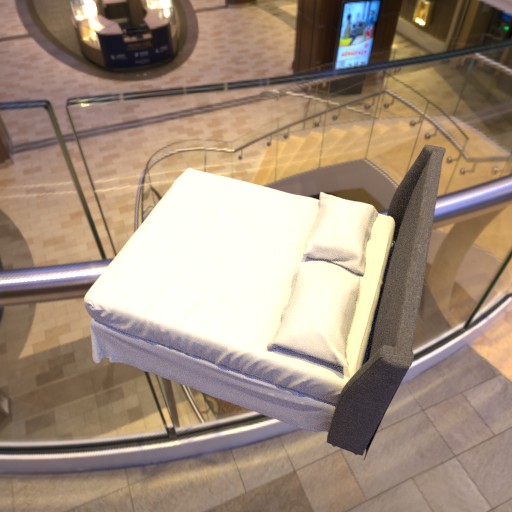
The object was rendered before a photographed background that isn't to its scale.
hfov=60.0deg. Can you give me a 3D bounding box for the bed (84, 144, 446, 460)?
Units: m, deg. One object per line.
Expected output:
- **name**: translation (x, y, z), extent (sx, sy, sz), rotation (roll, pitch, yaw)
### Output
- **bed**: translation (0.000, 0.000, 3.382), extent (2.276, 1.332, 1.925), rotation (16, 49, 14)
